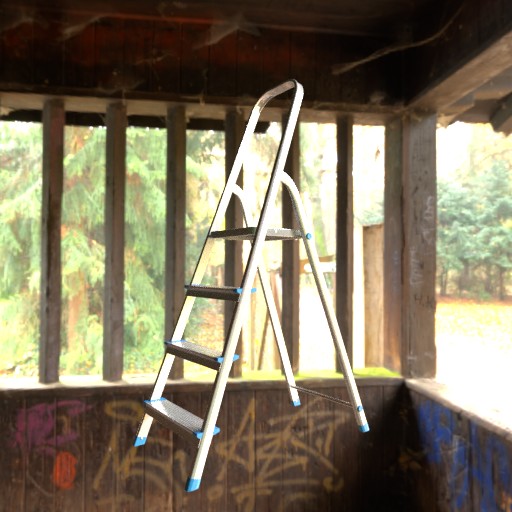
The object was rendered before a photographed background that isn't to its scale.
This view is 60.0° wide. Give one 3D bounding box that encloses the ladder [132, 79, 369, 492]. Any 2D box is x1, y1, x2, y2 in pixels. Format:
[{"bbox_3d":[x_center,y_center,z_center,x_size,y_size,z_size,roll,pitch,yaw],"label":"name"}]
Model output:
[{"bbox_3d":[0.000,0.000,1.770,0.842,1.434,0.445,1,-2,-37],"label":"ladder"}]
